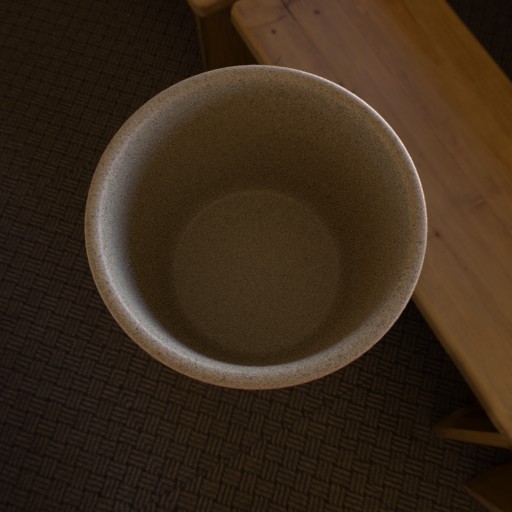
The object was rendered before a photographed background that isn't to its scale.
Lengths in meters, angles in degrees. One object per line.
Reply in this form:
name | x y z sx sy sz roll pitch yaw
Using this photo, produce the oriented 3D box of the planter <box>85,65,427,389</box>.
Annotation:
planter | 0.000 0.000 0.406 0.227 0.235 0.227 0 75 0
